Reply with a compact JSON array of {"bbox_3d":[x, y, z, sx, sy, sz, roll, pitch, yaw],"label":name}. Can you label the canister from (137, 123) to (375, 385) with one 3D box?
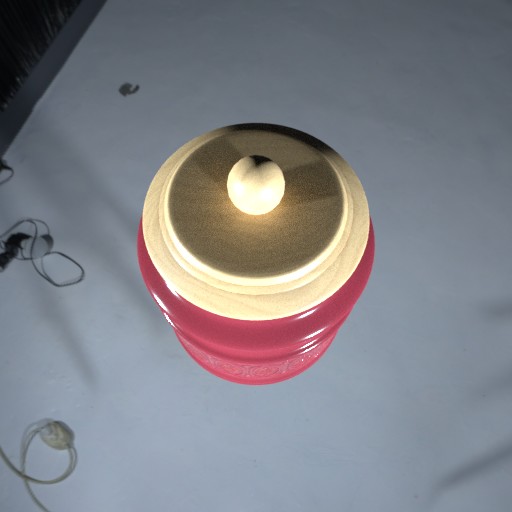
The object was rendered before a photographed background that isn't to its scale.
[{"bbox_3d":[0.000,0.000,0.269,0.130,0.176,0.130,0,65,0],"label":"canister"}]
